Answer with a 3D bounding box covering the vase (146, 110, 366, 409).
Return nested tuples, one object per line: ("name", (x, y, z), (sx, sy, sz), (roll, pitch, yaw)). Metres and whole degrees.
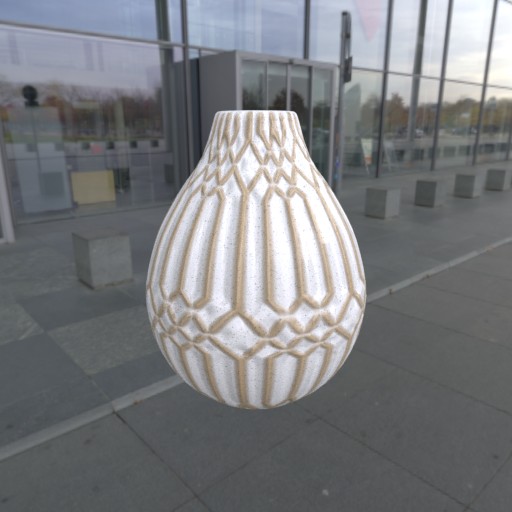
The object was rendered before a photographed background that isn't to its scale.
("vase", (0.000, 0.000, 0.323), (0.159, 0.200, 0.159), (0, 16, 0))
